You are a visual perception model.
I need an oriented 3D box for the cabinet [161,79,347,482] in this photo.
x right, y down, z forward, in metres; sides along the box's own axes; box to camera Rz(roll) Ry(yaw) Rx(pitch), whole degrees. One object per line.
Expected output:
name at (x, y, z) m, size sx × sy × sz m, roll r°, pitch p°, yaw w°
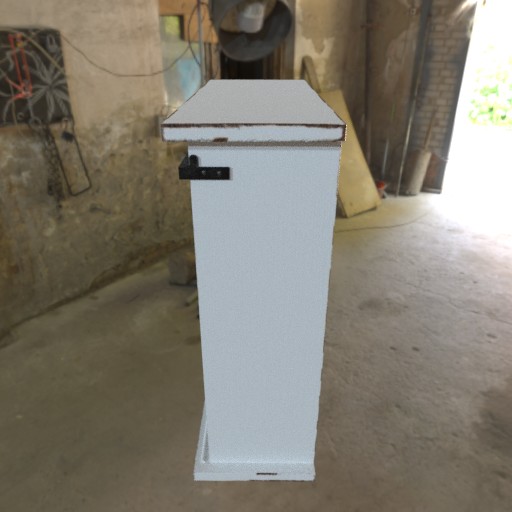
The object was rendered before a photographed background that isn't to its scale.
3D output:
cabinet at (0.000, 0.000, 0.875) m, size 0.210 × 0.603 × 0.541 m, roll 0°, pitch 27°, yaw 1°
